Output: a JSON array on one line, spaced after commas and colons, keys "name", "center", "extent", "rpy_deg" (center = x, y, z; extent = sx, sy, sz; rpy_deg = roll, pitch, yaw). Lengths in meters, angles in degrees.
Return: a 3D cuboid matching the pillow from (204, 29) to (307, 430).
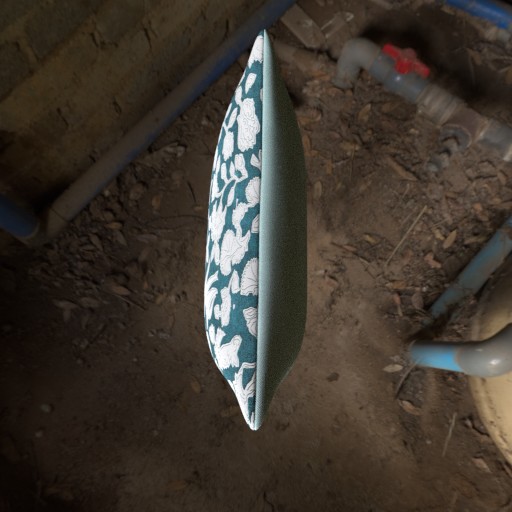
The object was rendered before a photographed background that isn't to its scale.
[{"name": "pillow", "center": [0.000, 0.000, 0.791], "extent": [0.166, 0.508, 0.525], "rpy_deg": [1, 75, 0]}]
